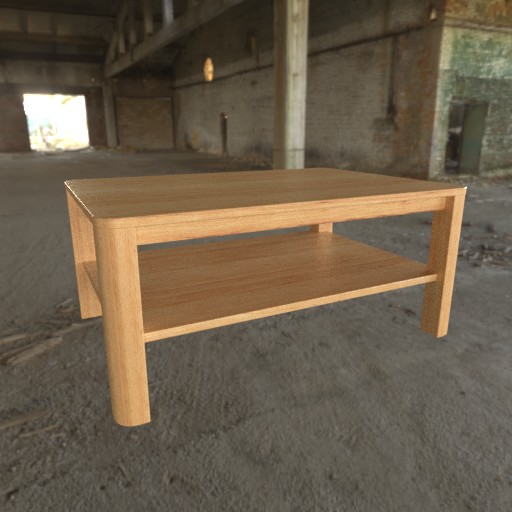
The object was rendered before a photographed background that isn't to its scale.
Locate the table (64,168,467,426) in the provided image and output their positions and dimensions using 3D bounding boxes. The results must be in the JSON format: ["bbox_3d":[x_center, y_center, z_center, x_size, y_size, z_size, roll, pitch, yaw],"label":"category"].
[{"bbox_3d":[0.000,0.000,1.368,0.997,0.445,0.696,-8,18,-26],"label":"table"}]
